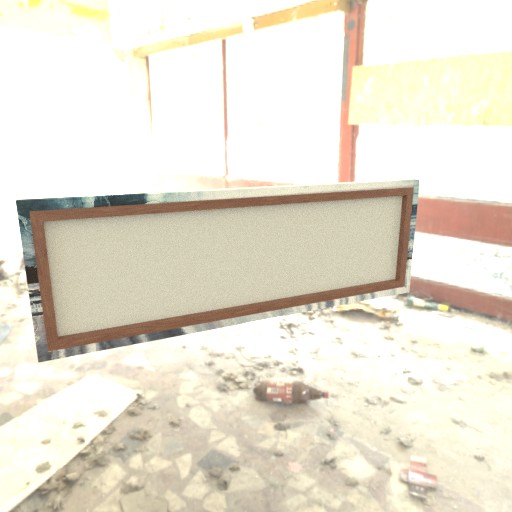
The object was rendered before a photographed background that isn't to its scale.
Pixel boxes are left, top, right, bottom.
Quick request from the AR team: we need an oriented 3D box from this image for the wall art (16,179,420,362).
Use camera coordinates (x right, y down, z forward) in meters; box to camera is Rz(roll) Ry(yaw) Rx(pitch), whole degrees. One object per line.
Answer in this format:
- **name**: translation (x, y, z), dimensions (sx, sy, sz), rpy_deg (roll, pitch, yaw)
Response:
- **wall art**: translation (0.000, 0.000, 1.651), dimensions (1.524, 0.509, 0.037), rpy_deg (-7, 17, -24)
